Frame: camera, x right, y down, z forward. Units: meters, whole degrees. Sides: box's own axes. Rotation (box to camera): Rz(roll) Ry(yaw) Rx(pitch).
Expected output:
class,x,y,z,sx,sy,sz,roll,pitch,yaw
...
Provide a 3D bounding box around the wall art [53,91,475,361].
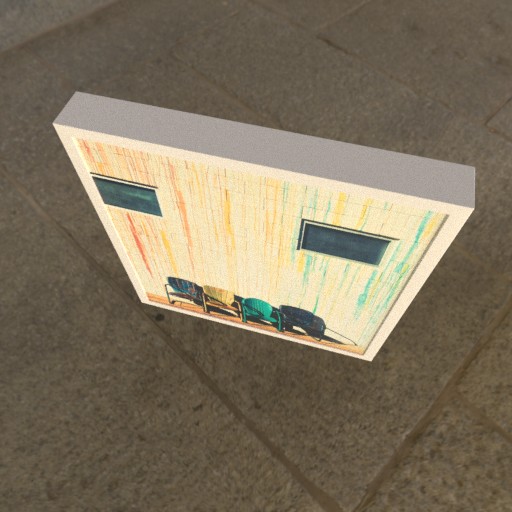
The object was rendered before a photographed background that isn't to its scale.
class,x,y,z,sx,sy,sz,roll,pitch,yaw
wall art,0.000,0.000,0.448,0.305,0.305,0.038,13,59,8
